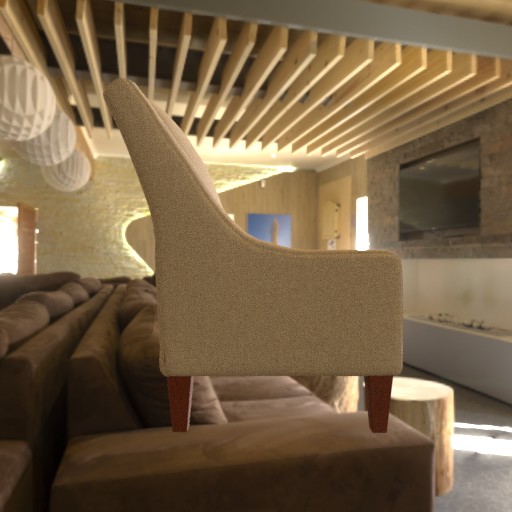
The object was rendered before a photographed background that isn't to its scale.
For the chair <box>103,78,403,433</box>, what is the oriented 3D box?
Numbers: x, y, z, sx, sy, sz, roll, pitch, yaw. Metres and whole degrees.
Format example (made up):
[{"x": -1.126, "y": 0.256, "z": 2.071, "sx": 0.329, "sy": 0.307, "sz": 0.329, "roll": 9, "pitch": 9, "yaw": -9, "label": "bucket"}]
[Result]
[{"x": 0.000, "y": 0.000, "z": 1.619, "sx": 0.870, "sy": 1.014, "sz": 0.774, "roll": 0, "pitch": -1, "yaw": 1, "label": "chair"}]
